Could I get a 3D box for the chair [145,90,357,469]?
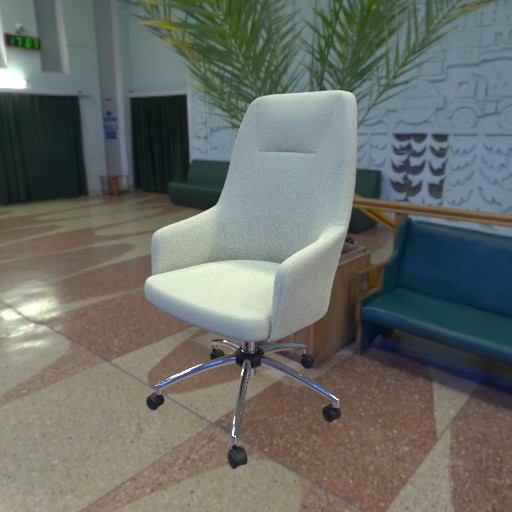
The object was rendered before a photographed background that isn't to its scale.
[{"bbox_3d":[0.000,0.000,1.469,0.620,1.049,0.640,14,21,41],"label":"chair"}]
